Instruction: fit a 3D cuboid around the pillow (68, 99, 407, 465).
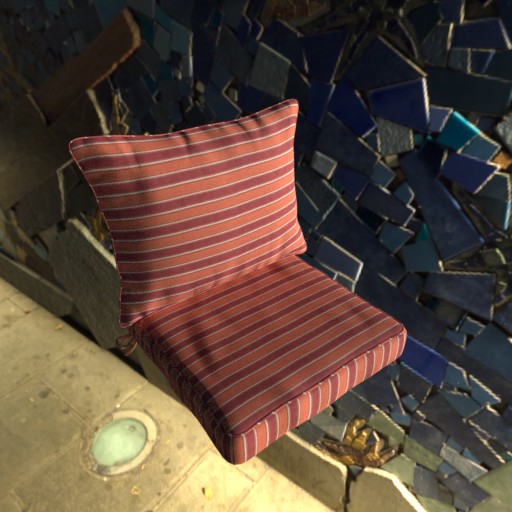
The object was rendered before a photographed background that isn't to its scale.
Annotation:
[{"bbox_3d":[0.000,0.000,1.345,0.799,0.723,0.733,-22,38,-30],"label":"pillow"}]
